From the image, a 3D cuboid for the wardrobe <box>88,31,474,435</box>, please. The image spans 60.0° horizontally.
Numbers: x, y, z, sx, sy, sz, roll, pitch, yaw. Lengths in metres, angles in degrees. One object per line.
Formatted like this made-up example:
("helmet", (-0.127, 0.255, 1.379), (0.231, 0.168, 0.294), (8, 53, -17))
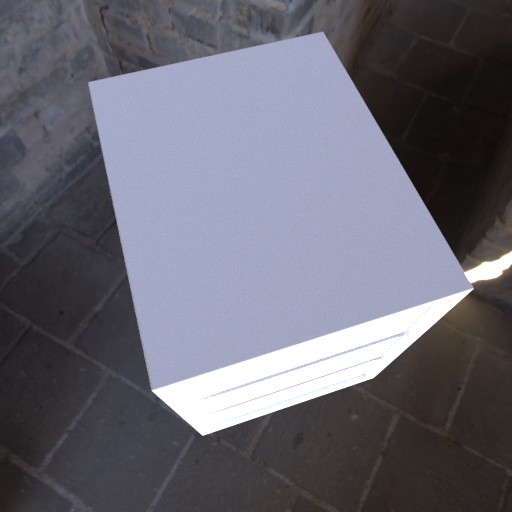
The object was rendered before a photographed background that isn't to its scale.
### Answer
("wardrobe", (0.000, 0.000, 0.853), (0.400, 0.520, 0.500), (-16, 64, -8))
